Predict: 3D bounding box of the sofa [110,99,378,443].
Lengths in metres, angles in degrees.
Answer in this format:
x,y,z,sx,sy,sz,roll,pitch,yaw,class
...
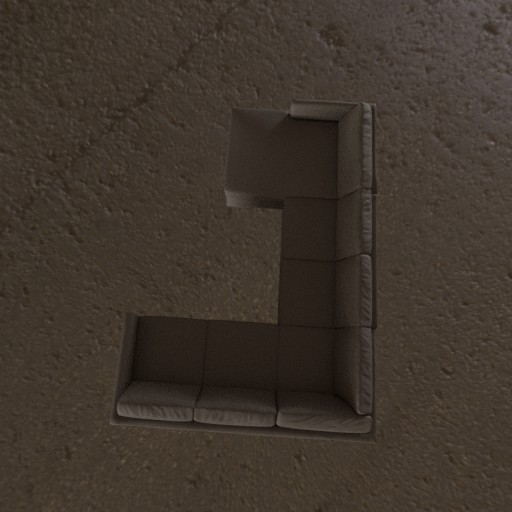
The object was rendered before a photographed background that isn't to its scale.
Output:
x,y,z,sx,sy,sz,roll,pitch,yaw,class
0.000,0.000,4.657,2.476,0.878,3.528,4,75,1,sofa
